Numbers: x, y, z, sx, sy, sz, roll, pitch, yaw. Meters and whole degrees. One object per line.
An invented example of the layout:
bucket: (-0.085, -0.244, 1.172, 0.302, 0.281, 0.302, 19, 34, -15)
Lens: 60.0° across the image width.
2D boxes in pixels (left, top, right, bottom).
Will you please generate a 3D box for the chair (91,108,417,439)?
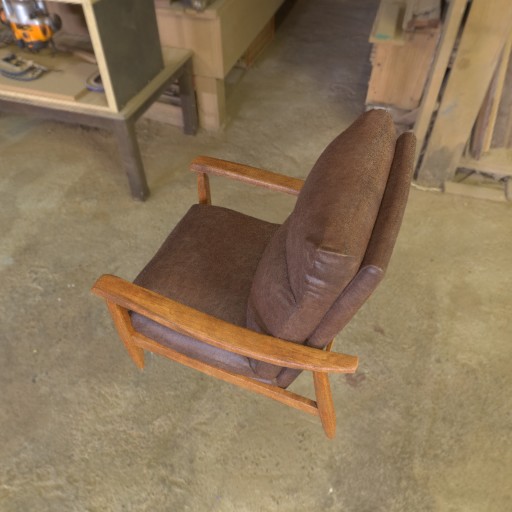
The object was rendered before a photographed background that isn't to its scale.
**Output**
chair: (0.000, 0.000, 1.511, 0.830, 0.897, 0.782, 16, 49, 14)
